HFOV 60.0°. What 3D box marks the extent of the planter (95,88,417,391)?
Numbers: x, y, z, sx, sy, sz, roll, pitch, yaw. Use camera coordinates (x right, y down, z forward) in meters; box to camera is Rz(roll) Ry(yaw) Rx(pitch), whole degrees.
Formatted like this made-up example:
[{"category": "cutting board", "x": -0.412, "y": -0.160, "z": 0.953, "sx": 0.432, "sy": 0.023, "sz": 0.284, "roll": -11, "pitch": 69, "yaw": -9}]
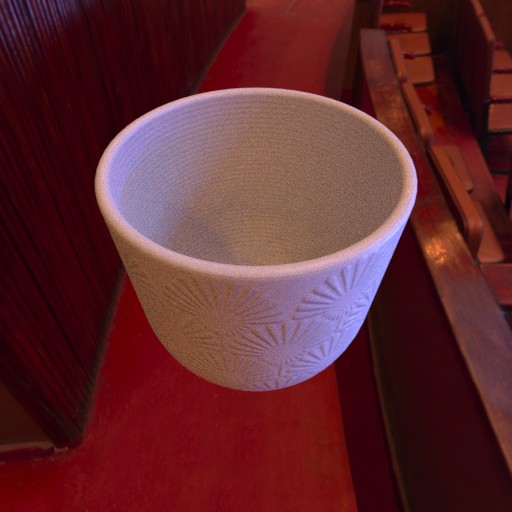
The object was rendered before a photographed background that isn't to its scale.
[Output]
[{"category": "planter", "x": 0.000, "y": 0.000, "z": 0.293, "sx": 0.170, "sy": 0.152, "sz": 0.170, "roll": 0, "pitch": 46, "yaw": 0}]
